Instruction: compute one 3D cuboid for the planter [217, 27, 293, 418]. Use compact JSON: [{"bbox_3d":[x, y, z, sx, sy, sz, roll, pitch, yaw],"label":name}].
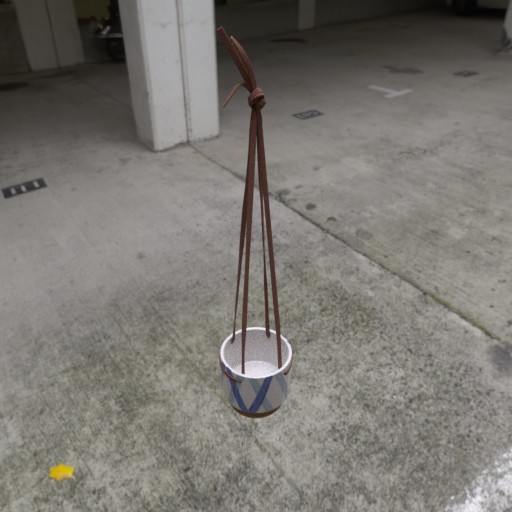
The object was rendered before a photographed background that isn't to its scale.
[{"bbox_3d":[0.000,0.000,0.813,0.157,0.753,0.153,-19,37,-28],"label":"planter"}]
